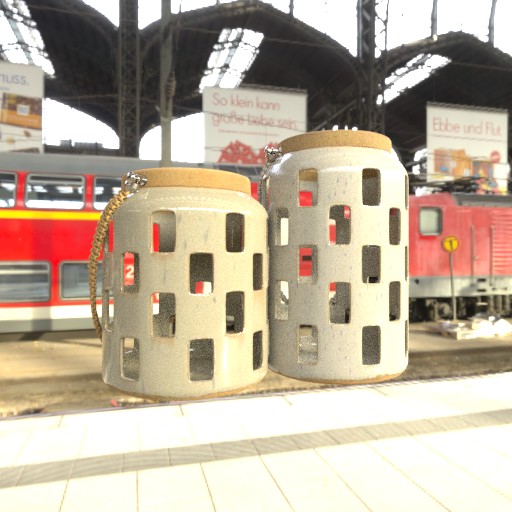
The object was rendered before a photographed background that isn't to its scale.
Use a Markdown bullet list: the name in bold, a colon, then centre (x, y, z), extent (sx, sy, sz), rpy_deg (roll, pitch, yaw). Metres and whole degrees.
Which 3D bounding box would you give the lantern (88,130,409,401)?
- **lantern**: centre (0.000, 0.000, 0.491), extent (0.347, 0.255, 0.184), rpy_deg (0, 0, -17)
